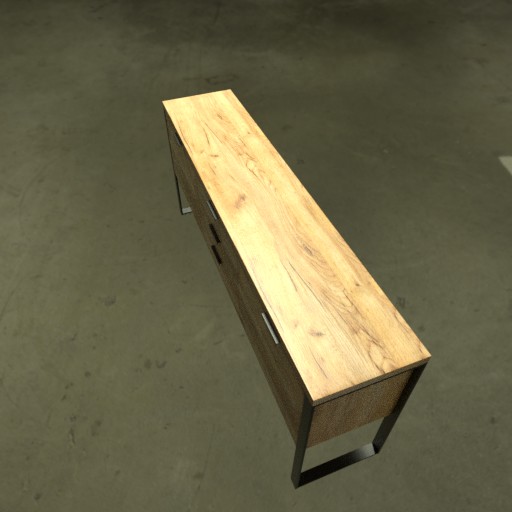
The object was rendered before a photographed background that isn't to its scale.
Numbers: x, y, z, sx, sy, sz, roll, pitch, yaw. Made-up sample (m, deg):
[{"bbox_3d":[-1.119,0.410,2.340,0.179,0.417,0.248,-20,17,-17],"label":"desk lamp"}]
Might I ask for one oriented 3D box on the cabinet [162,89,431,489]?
[{"bbox_3d":[0.000,0.000,2.094,0.395,0.762,1.800,-16,48,-15],"label":"cabinet"}]
